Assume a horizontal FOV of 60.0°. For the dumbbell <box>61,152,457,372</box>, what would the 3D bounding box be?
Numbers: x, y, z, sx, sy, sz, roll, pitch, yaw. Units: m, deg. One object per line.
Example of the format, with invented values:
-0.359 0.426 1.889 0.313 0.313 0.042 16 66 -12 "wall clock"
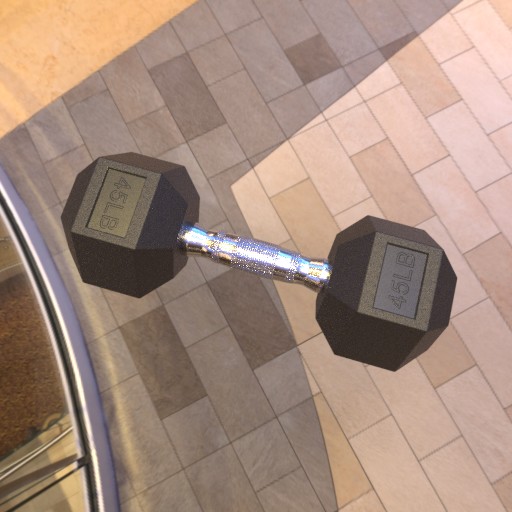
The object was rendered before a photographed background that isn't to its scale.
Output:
0.000 0.000 0.432 0.356 0.123 0.141 15 78 3 "dumbbell"
